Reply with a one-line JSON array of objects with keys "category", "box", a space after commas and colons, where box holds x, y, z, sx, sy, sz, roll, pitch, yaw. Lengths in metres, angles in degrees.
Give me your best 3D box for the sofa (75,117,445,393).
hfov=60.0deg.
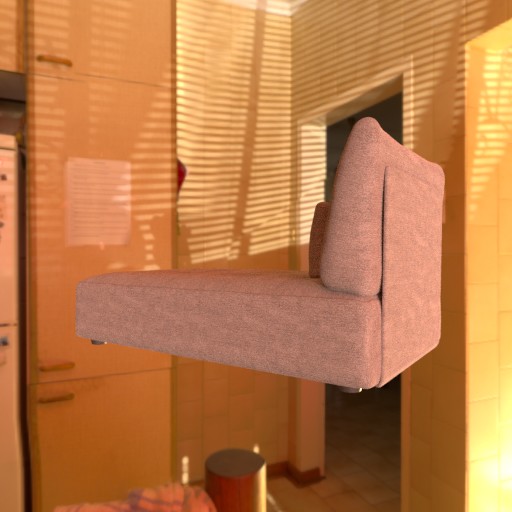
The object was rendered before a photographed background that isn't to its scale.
[{"category": "sofa", "box": [0.000, 0.000, 2.022, 1.450, 0.820, 0.930, 0, 0, 35]}]
